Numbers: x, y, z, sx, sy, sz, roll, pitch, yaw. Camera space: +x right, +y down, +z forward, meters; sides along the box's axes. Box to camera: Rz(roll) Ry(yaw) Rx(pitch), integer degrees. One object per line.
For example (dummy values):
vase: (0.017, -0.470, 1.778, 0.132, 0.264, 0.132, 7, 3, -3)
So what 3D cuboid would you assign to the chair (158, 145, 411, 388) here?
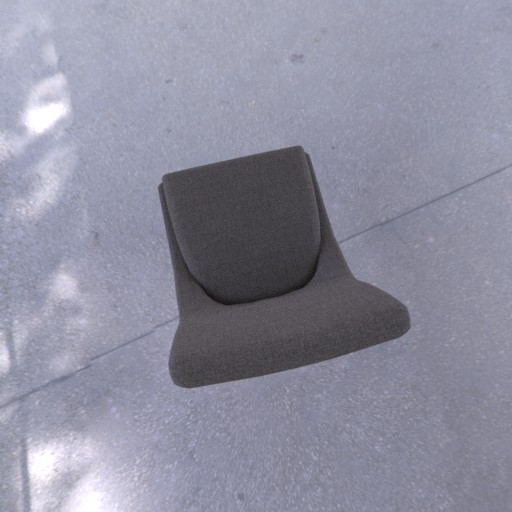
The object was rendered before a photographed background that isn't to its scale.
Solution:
chair: (0.000, 0.000, 1.313, 0.508, 0.952, 0.655, -13, 77, -3)
